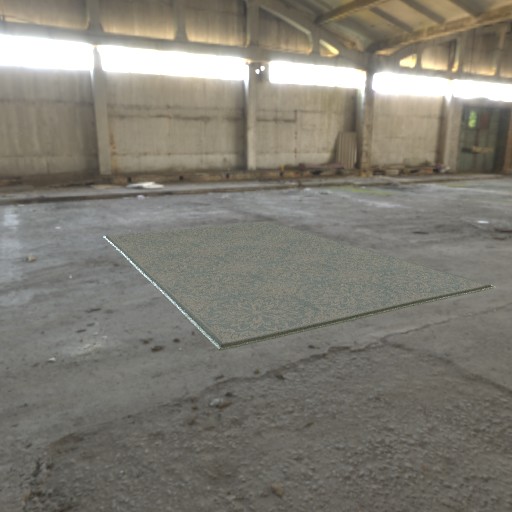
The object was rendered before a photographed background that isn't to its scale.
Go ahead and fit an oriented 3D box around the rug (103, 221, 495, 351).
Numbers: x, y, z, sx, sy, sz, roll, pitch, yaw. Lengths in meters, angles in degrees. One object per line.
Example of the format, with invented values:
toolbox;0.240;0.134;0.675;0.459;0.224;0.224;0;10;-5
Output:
rug;0.000;0.000;2.306;1.219;0.012;1.840;-7;16;-27
